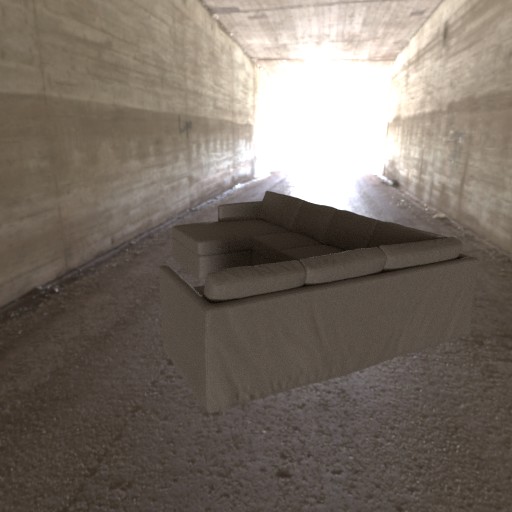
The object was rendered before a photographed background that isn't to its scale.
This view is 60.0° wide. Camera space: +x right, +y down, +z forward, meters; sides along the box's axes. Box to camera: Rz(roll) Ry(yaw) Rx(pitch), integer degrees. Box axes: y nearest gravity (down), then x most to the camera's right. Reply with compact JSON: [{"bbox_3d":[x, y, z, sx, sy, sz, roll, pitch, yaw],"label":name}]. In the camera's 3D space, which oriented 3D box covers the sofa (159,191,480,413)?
[{"bbox_3d":[0.000,0.000,4.670,2.476,0.878,3.528,-8,18,-26],"label":"sofa"}]
